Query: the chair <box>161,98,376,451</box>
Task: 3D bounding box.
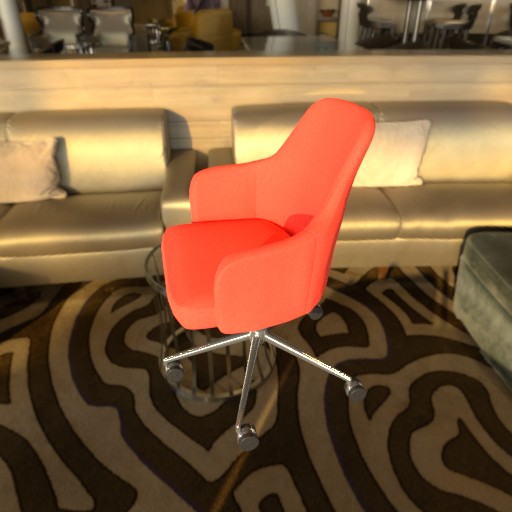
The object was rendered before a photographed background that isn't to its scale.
[{"bbox_3d":[0.000,0.000,1.282,0.600,0.820,0.655,-7,31,-12],"label":"chair"}]
